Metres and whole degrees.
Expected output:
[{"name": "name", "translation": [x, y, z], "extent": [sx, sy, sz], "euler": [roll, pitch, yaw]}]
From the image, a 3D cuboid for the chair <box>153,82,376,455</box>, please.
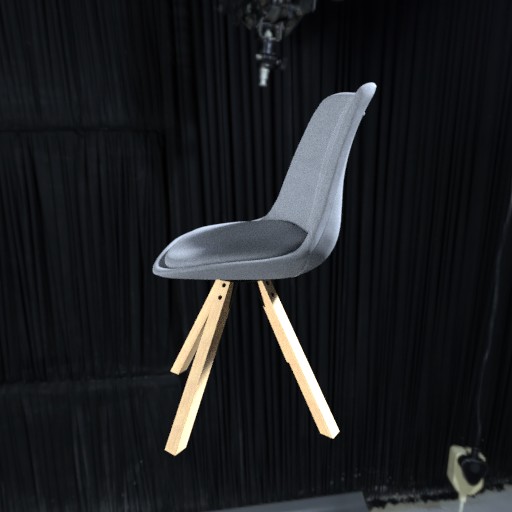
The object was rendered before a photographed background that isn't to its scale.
[{"name": "chair", "translation": [0.000, 0.000, 1.202], "extent": [0.549, 0.863, 0.474], "euler": [-2, 14, -8]}]
